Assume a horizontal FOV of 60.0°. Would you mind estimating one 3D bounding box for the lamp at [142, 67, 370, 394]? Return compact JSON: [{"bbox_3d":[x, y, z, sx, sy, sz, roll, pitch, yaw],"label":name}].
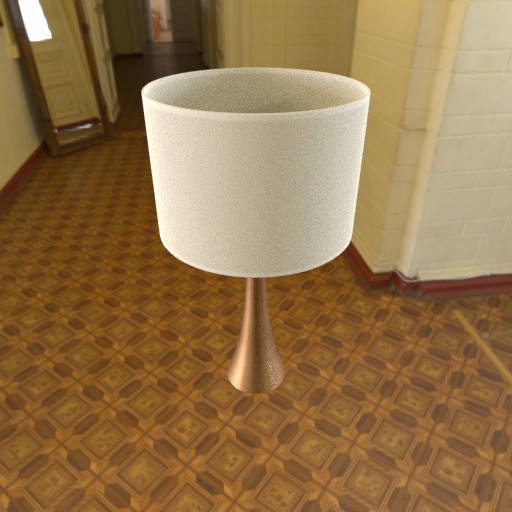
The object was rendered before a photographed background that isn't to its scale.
[{"bbox_3d":[0.000,0.000,0.656,0.268,0.479,0.268,21,37,30],"label":"lamp"}]
